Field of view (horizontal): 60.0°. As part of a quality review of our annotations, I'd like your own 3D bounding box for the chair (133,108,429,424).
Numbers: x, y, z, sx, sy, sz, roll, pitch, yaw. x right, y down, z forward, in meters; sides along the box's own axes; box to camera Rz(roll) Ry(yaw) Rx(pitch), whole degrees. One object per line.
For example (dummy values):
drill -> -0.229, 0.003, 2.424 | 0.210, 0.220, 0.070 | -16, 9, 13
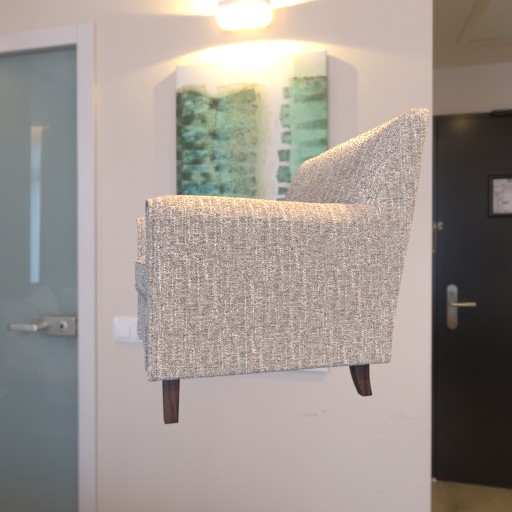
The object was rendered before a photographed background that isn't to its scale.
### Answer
chair -> 0.000, 0.000, 1.656 | 0.873, 0.928, 0.864 | 0, 0, -17
